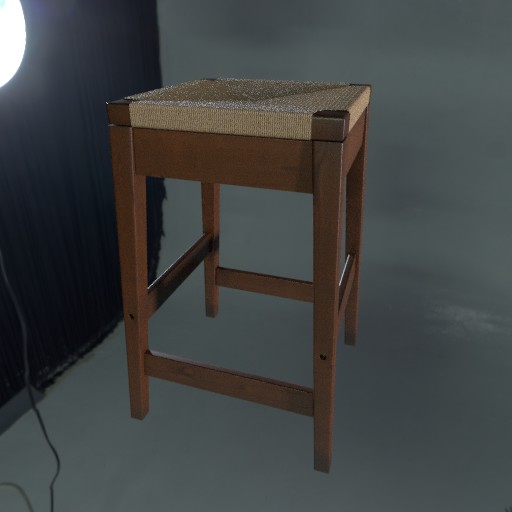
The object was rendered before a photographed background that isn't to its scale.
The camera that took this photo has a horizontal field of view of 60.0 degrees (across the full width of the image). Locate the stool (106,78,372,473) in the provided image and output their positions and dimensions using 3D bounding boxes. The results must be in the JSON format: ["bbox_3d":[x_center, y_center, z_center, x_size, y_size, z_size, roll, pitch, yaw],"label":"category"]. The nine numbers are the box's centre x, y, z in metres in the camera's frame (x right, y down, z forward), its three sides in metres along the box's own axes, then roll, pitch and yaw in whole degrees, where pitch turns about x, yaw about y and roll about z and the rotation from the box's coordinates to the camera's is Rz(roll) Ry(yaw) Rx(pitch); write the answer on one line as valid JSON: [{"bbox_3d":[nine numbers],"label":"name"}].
[{"bbox_3d":[0.000,0.000,1.086,0.507,0.762,0.497,9,29,16],"label":"stool"}]
